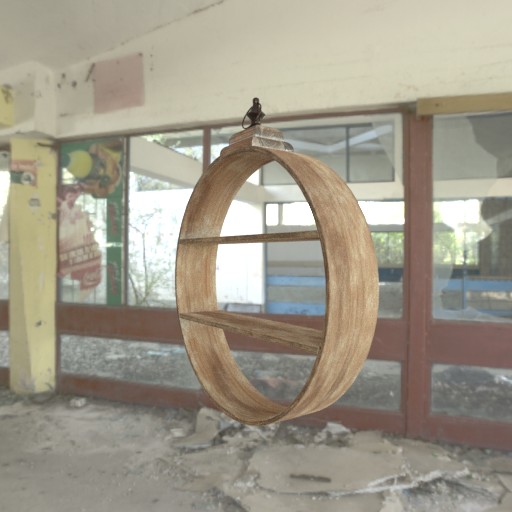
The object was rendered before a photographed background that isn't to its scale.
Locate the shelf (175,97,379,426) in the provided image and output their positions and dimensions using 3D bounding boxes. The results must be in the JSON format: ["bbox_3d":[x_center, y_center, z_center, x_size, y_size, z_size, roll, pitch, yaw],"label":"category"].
[{"bbox_3d":[0.000,0.000,1.016,0.125,0.725,0.601,0,0,-35],"label":"shelf"}]
